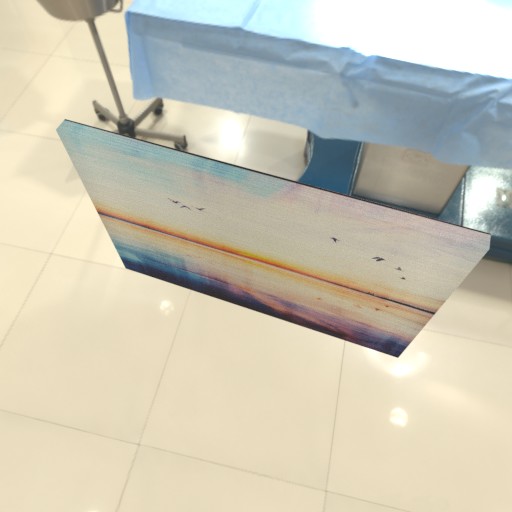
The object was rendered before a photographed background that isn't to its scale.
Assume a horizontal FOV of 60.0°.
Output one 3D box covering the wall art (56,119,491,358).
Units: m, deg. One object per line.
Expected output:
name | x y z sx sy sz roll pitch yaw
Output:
wall art | 0.000 0.000 1.149 0.911 0.605 0.037 17 60 10
